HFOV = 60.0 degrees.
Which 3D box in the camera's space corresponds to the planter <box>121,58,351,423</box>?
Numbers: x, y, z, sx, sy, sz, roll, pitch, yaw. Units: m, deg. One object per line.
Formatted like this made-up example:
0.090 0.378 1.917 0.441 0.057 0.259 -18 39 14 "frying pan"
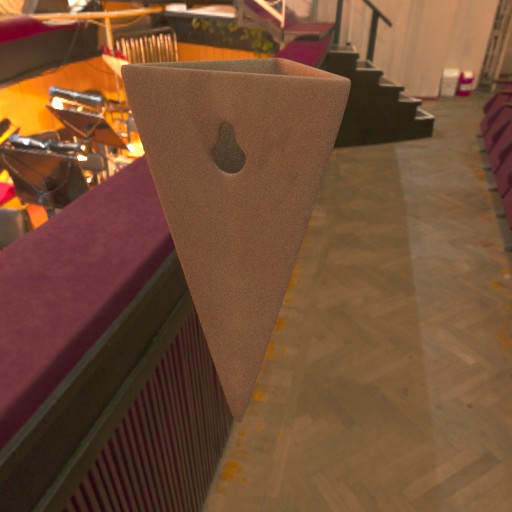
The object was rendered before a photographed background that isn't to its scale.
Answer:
0.000 0.000 0.271 0.101 0.224 0.081 10 34 16 "planter"
